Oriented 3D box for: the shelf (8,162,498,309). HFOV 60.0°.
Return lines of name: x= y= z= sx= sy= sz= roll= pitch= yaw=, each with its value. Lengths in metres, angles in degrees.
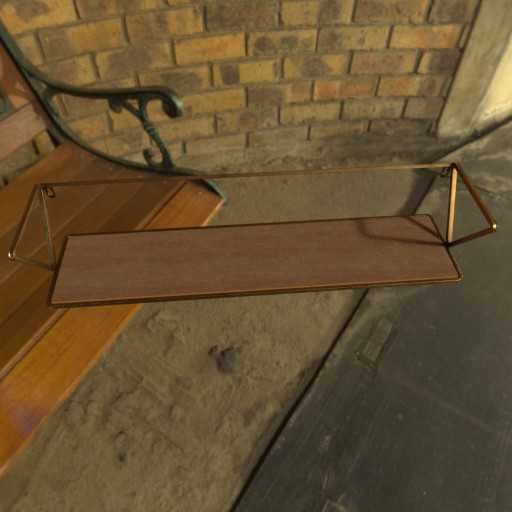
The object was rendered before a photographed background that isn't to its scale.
shelf: x=0.000 y=0.000 z=0.714 sx=0.645 sy=0.229 sz=0.150 roll=-3 pitch=48 yaw=-3
